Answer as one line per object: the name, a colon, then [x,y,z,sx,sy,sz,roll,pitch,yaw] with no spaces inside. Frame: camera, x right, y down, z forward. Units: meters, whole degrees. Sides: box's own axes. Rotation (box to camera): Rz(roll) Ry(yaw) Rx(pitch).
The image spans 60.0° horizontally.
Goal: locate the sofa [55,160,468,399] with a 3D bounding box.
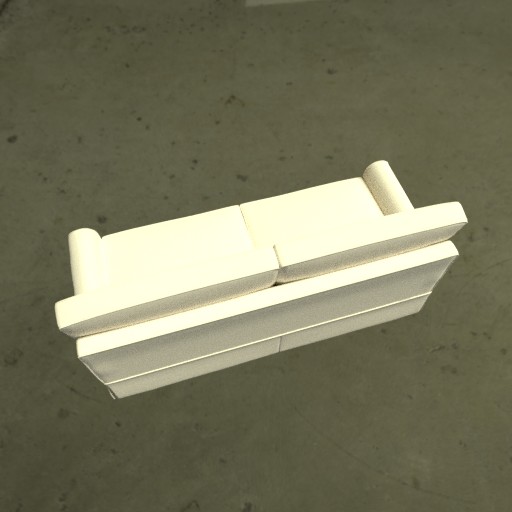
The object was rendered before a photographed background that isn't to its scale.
sofa: [0.000,0.000,2.521,2.021,0.937,0.862,-14,58,-9]
